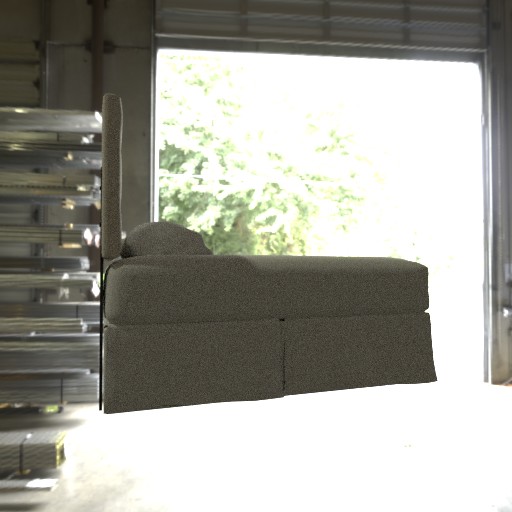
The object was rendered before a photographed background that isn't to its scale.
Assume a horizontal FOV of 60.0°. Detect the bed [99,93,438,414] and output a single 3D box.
[{"bbox_3d":[0.000,0.000,3.003,1.997,1.571,1.261,0,-1,-19],"label":"bed"}]
